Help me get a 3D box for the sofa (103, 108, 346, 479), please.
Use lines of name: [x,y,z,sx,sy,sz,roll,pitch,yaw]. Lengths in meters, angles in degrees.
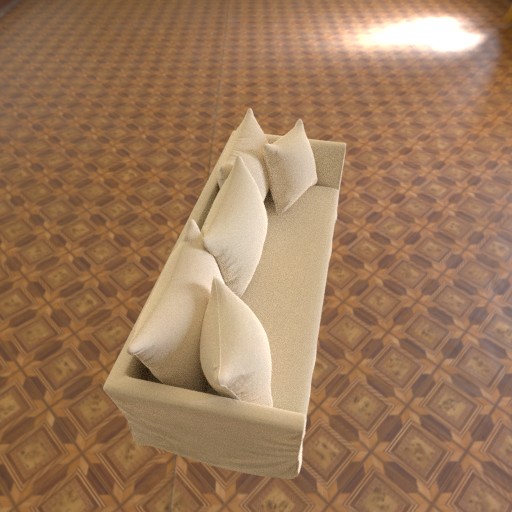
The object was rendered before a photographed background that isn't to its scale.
sofa: [0.000,0.000,3.045,1.030,1.042,2.484,9,46,9]
